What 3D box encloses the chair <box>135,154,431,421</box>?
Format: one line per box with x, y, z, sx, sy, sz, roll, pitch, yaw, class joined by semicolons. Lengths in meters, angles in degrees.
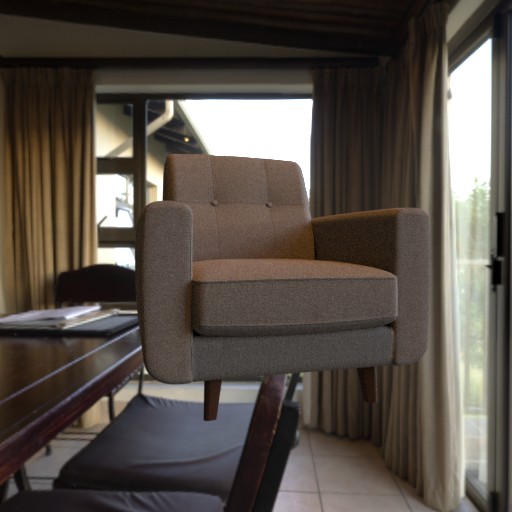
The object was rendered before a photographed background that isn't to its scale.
0.000;0.000;1.592;0.831;0.839;0.907;0;1;-16;chair
